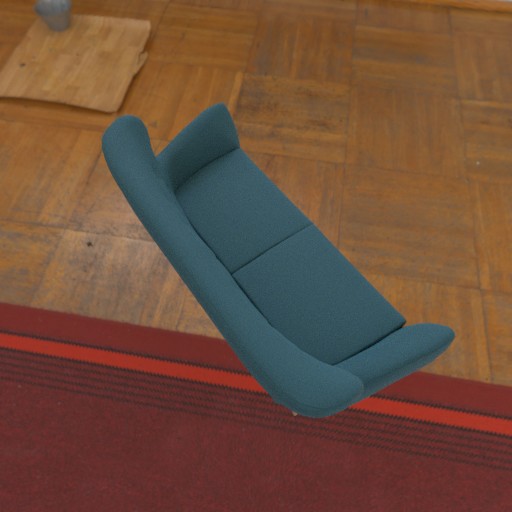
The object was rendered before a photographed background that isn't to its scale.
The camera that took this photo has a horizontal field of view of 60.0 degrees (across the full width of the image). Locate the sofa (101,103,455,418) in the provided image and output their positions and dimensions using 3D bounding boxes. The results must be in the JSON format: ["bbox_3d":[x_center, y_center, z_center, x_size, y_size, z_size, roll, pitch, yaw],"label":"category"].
[{"bbox_3d":[0.000,0.000,2.396,0.889,0.890,1.930,-32,64,-18],"label":"sofa"}]
